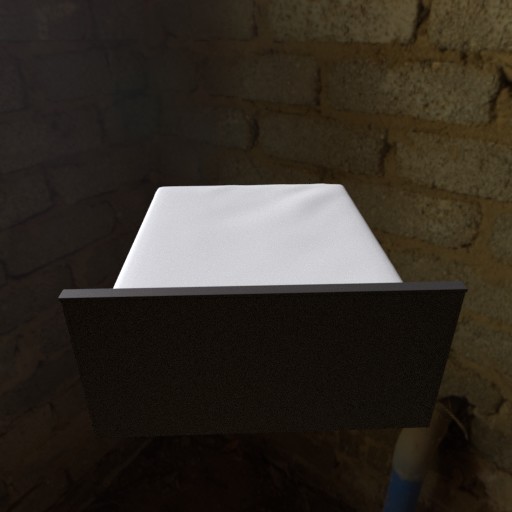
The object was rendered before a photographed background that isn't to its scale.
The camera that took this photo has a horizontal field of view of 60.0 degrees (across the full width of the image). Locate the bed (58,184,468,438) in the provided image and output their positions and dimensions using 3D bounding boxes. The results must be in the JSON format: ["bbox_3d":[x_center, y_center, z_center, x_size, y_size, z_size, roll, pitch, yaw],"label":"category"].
[{"bbox_3d":[0.000,0.000,2.880,1.634,0.808,2.103,-1,29,-2],"label":"bed"}]
